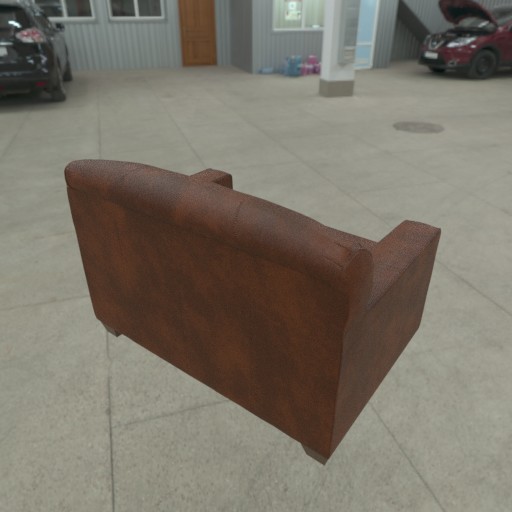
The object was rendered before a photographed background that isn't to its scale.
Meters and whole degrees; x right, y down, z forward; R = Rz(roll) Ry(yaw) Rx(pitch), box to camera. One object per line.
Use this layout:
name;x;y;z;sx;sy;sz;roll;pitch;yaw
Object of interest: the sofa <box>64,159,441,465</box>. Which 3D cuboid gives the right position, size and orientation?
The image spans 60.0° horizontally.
sofa;0.000;0.000;2.075;1.413;0.956;1.000;20;35;32
